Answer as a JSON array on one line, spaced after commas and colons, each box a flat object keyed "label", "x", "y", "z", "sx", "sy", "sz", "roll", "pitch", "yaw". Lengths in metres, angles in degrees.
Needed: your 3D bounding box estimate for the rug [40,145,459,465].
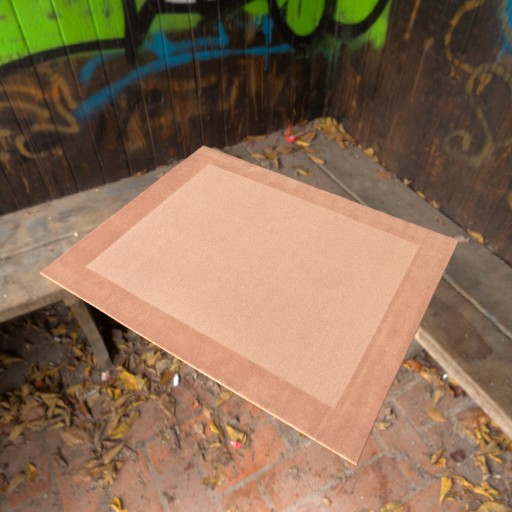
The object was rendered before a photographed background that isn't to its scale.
[{"label": "rug", "x": 0.000, "y": 0.000, "z": 4.094, "sx": 3.057, "sy": 0.021, "sz": 2.431, "roll": 25, "pitch": 51, "yaw": 22}]
